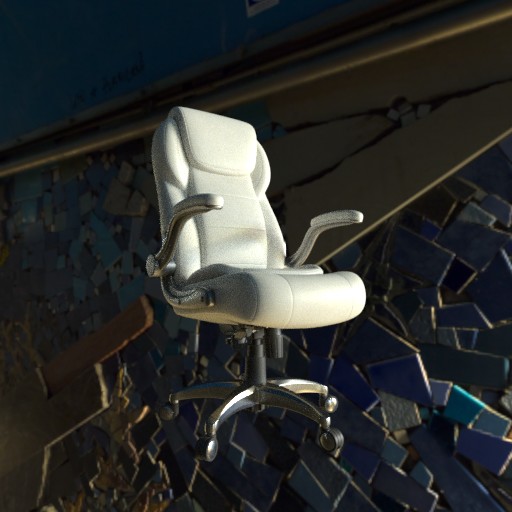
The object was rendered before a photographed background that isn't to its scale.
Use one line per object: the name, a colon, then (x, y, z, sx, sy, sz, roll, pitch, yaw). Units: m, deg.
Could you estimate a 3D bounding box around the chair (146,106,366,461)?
chair: (0.000, 0.000, 1.783, 0.755, 1.330, 0.806, 1, -2, -37)
